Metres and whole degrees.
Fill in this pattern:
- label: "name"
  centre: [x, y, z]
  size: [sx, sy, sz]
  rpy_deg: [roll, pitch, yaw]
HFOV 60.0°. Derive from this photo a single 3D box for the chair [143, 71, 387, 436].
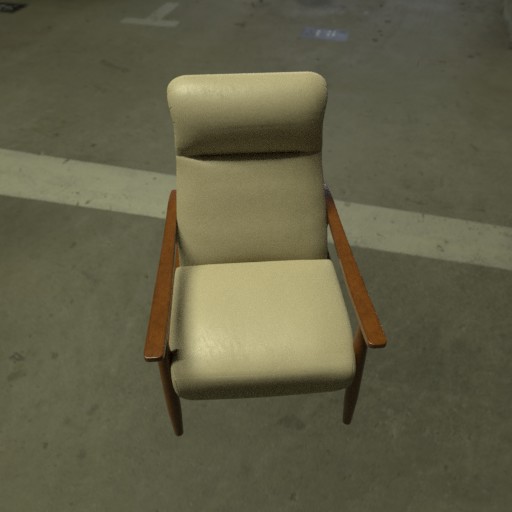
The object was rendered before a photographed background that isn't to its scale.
- label: "chair"
  centre: [0.000, 0.000, 1.786]
  size: [0.762, 1.082, 1.014]
  rpy_deg: [-3, 45, -3]
